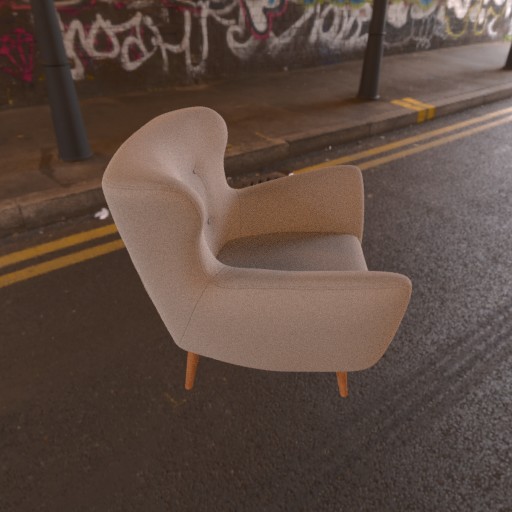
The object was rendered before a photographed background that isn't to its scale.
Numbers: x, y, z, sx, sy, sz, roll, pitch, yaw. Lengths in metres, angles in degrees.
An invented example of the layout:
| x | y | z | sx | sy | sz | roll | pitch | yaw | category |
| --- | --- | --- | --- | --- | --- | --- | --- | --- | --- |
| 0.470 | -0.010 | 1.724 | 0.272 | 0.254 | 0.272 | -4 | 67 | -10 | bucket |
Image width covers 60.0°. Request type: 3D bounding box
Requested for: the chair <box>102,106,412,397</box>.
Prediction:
| x | y | z | sx | sy | sz | roll | pitch | yaw | category |
| --- | --- | --- | --- | --- | --- | --- | --- | --- | --- |
| 0.000 | 0.000 | 1.619 | 0.889 | 0.889 | 0.890 | 1 | 32 | 2 | chair |
